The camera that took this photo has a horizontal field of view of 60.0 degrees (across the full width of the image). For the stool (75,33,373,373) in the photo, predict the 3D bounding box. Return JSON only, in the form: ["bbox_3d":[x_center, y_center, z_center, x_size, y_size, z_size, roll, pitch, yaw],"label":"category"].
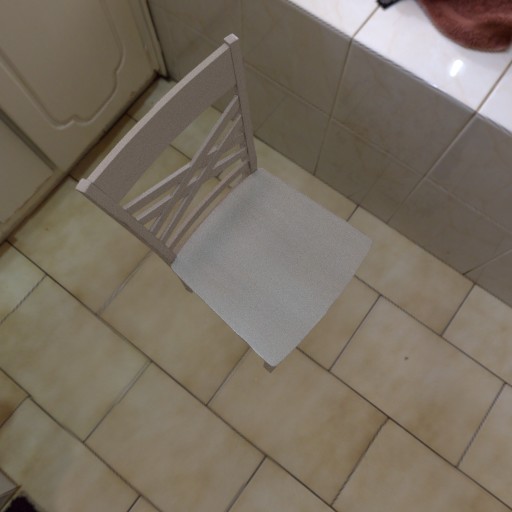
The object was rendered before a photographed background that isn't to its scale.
[{"bbox_3d":[0.000,0.000,1.361,0.539,1.079,0.462,39,78,10],"label":"stool"}]
